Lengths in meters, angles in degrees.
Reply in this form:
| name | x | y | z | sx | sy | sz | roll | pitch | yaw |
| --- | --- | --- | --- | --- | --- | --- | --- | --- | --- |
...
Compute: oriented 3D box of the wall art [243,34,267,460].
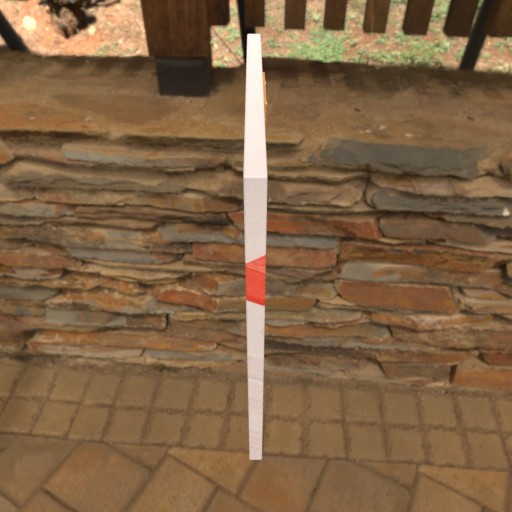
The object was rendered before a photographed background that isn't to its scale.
| name | x | y | z | sx | sy | sz | roll | pitch | yaw |
| --- | --- | --- | --- | --- | --- | --- | --- | --- | --- |
| wall art | 0.000 | 0.000 | 1.314 | 0.045 | 1.014 | 0.759 | 0 | 42 | 0 |
